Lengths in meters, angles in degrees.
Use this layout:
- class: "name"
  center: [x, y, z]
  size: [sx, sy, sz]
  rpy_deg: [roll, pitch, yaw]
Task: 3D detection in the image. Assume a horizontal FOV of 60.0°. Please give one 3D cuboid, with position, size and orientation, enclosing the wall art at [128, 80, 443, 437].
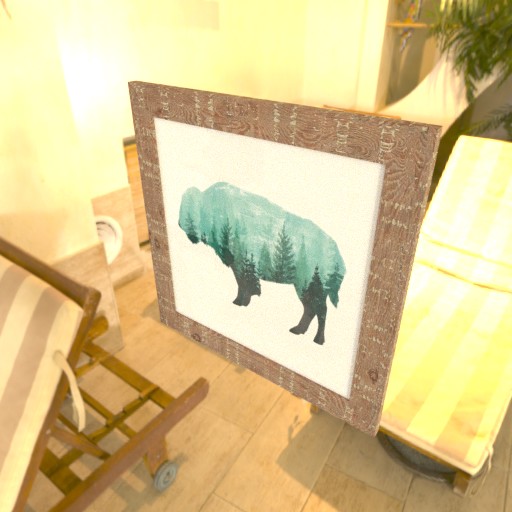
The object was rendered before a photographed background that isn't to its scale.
- class: "wall art"
  center: [0.000, 0.000, 0.558]
  size: [0.380, 0.380, 0.022]
  rpy_deg: [20, 36, 31]
